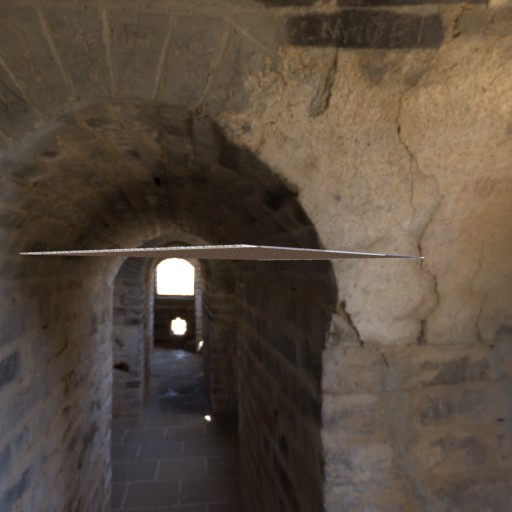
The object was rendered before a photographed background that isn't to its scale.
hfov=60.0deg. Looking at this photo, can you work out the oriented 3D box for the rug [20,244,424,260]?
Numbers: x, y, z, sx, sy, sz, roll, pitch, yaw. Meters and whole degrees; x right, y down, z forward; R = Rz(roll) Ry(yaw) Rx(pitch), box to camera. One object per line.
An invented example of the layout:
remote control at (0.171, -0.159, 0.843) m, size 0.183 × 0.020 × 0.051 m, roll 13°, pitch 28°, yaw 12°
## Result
rug at (0.000, 0.000, 2.295) m, size 1.220 × 0.005 × 1.828 m, roll -1°, pitch -2°, yaw 36°
